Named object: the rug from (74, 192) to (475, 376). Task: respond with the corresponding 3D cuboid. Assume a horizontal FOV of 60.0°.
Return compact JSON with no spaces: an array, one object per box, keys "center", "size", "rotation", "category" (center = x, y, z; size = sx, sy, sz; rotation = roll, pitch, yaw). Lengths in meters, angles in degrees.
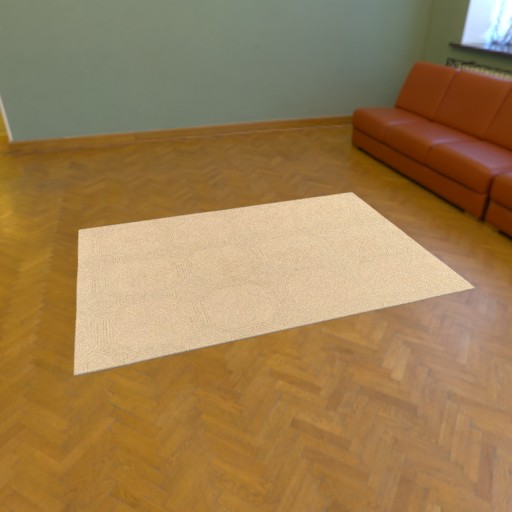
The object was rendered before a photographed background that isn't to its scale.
[{"center":[0.000,0.000,2.403],"size":[1.839,0.009,1.236],"rotation":[-10,33,-15],"category":"rug"}]
